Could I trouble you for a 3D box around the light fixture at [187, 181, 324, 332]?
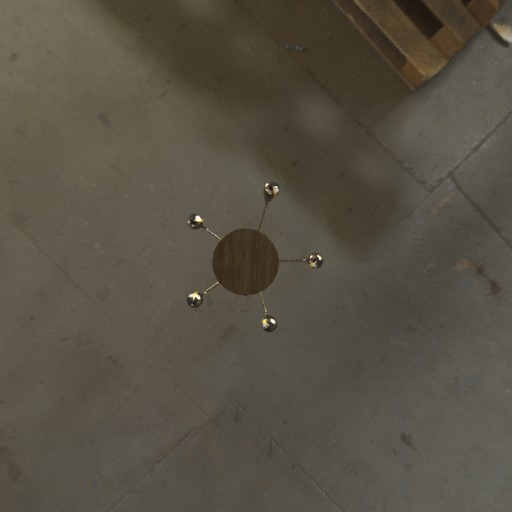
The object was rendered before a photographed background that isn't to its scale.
[{"bbox_3d":[0.000,0.000,1.415,0.532,1.059,0.588,0,90,0],"label":"light fixture"}]
